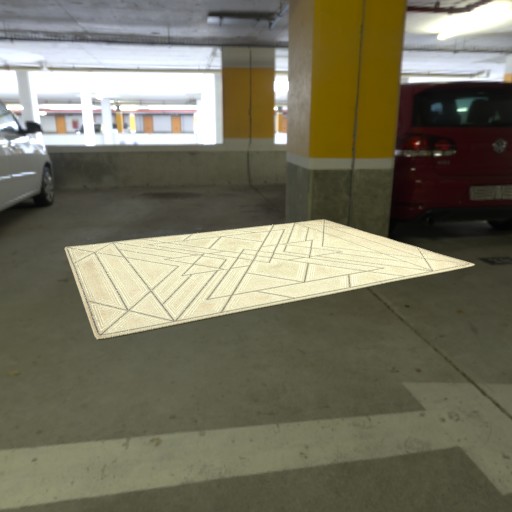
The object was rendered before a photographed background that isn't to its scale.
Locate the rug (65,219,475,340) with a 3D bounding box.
[{"bbox_3d":[0.000,0.000,4.443,3.381,0.026,2.436,-8,18,-26],"label":"rug"}]
